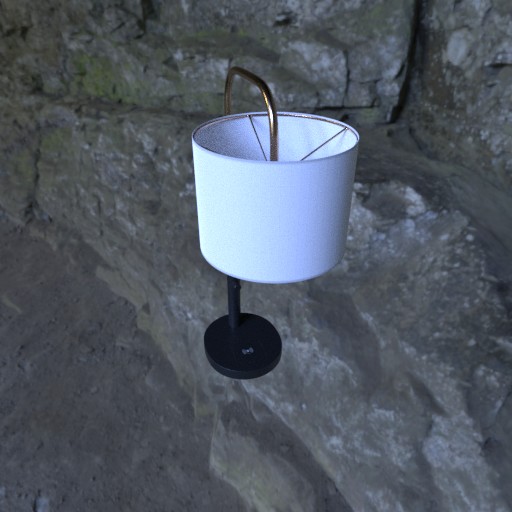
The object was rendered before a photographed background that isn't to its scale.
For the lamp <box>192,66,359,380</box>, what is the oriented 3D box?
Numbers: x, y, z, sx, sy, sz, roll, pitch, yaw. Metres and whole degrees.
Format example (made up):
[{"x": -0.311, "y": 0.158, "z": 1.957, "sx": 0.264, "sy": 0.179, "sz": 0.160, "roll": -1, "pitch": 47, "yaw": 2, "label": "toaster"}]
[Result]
[{"x": 0.000, "y": 0.000, "z": 0.704, "sx": 0.199, "sy": 0.540, "sz": 0.337, "roll": -11, "pitch": 34, "yaw": -16, "label": "lamp"}]
